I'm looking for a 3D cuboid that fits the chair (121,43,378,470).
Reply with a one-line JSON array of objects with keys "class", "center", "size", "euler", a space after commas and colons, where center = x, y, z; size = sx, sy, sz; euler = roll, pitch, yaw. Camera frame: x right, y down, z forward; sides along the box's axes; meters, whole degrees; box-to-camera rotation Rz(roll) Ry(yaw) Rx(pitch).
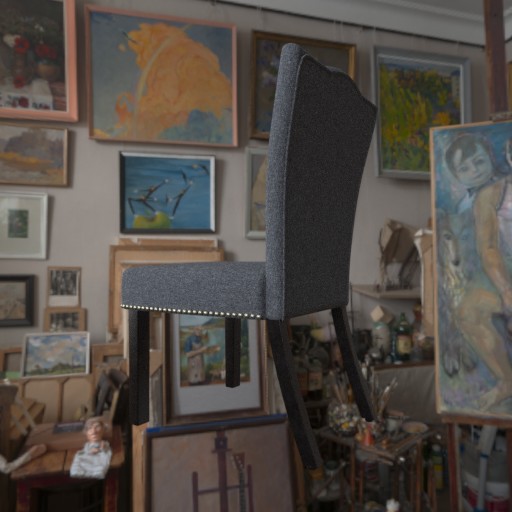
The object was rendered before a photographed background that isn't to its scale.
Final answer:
[{"class": "chair", "center": [0.000, 0.000, 1.285], "size": [0.589, 0.946, 0.518], "euler": [0, 0, 35]}]
